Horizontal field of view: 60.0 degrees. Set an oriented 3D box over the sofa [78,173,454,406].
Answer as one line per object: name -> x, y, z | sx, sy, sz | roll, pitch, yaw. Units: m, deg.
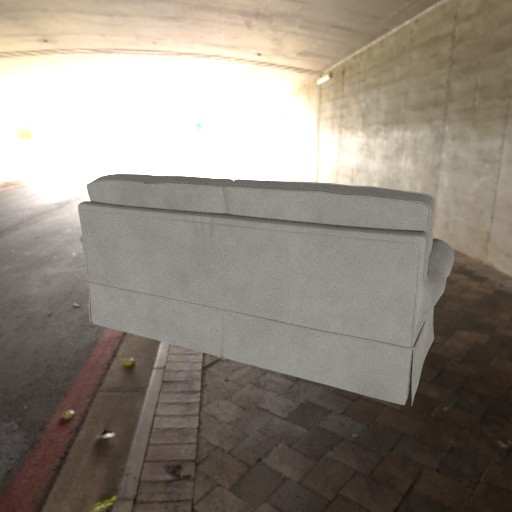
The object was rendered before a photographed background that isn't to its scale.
sofa -> 0.000, 0.000, 2.805 | 2.246, 1.014, 0.900 | 8, 17, 27
